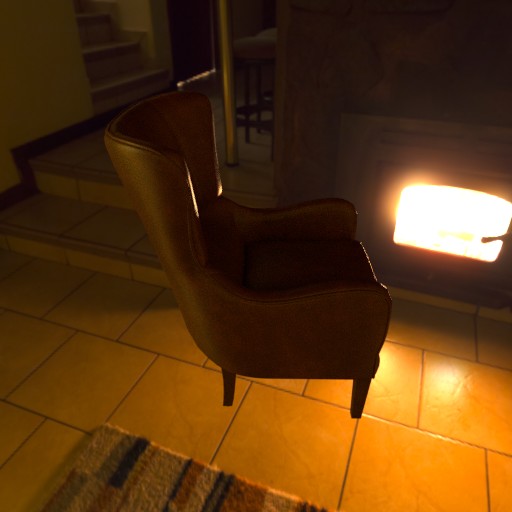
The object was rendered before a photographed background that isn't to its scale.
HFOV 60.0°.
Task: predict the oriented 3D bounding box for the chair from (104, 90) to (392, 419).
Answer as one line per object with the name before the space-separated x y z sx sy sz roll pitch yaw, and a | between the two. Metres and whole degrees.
chair | 0.000 0.000 1.649 0.914 1.048 0.692 0 32 1
